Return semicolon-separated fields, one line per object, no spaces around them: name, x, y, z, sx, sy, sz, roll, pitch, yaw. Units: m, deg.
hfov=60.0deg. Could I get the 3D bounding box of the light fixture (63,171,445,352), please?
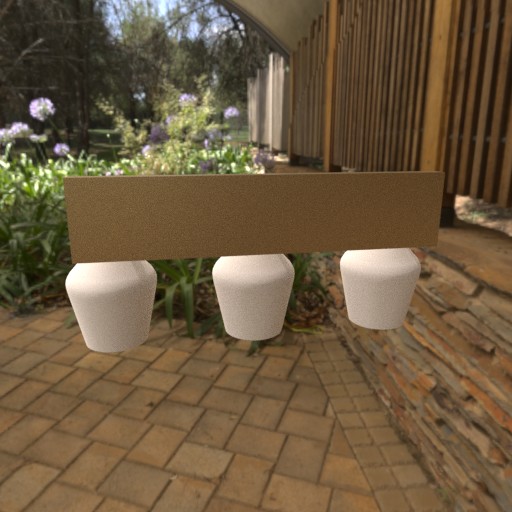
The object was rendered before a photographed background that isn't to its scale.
light fixture;0.000;0.000;0.734;0.609;0.280;0.190;-3;15;-10
